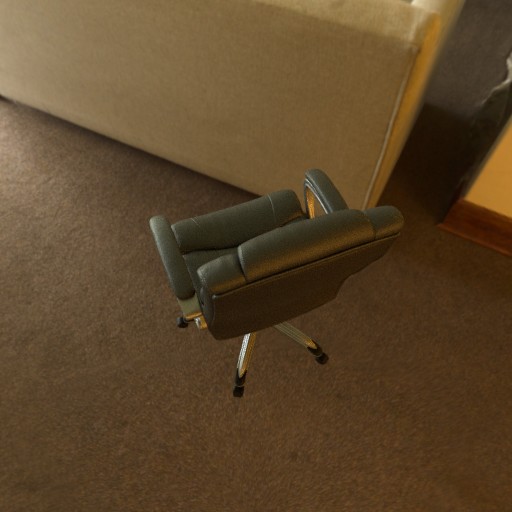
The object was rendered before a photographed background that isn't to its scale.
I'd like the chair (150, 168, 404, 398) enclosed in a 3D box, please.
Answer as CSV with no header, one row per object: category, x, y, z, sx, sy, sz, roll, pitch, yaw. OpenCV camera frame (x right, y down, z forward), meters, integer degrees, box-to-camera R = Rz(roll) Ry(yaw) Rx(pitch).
chair,0.000,0.000,1.615,0.721,1.130,0.719,-17,60,-10
